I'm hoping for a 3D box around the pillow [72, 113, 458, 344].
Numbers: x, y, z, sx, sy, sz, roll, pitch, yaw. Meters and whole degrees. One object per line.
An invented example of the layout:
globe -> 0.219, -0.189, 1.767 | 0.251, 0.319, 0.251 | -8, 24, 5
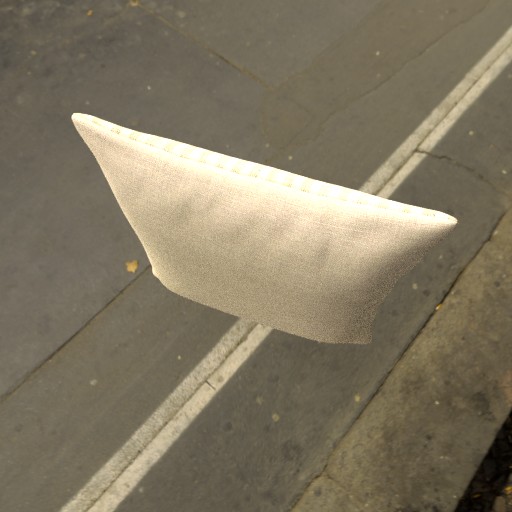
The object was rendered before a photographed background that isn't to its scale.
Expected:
pillow -> 0.000, 0.000, 0.783 | 0.523, 0.510, 0.166 | 17, 64, 9
